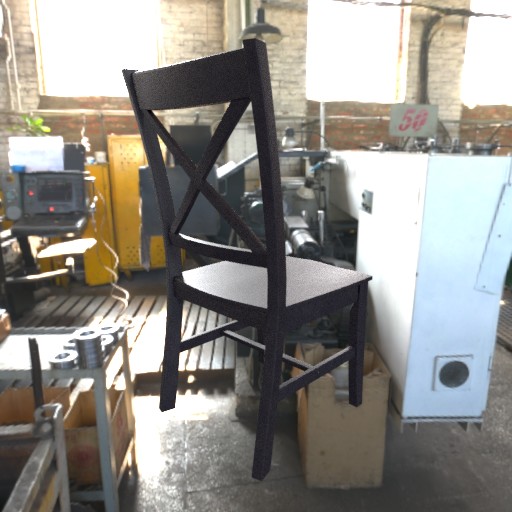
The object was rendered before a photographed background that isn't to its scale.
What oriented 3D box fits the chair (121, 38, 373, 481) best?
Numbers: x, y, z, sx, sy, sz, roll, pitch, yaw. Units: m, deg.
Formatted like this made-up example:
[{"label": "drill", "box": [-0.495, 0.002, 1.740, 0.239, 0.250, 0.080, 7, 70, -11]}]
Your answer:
[{"label": "chair", "box": [0.000, 0.000, 1.255, 0.485, 0.983, 0.542, 13, 19, 43]}]
